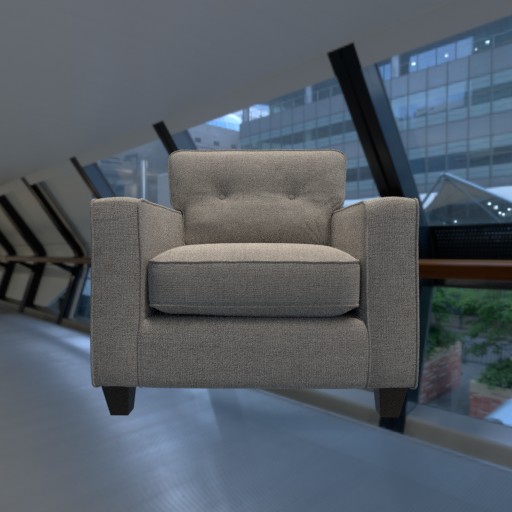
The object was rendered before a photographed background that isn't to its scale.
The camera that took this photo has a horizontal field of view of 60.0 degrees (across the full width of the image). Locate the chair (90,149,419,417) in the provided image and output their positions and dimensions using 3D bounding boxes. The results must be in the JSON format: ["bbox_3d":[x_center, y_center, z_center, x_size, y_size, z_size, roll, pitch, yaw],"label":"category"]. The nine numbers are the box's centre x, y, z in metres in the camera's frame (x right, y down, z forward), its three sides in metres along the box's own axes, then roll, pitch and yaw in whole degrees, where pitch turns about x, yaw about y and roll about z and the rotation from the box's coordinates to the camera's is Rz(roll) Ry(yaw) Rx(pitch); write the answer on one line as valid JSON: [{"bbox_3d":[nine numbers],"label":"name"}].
[{"bbox_3d":[0.000,0.000,1.753,1.015,0.965,0.939,0,1,1],"label":"chair"}]
